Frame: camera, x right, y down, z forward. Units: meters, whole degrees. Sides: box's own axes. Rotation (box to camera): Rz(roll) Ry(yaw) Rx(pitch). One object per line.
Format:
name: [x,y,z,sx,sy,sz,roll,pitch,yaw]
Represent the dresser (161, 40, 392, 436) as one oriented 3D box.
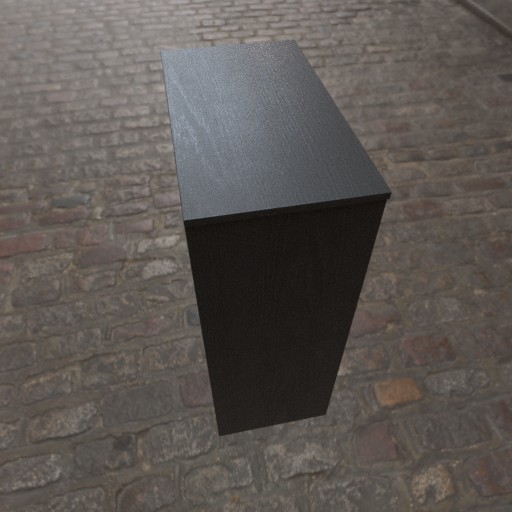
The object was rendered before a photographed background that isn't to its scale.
dresser: [0.000,0.000,1.398,0.398,1.020,0.700,-9,48,-8]
